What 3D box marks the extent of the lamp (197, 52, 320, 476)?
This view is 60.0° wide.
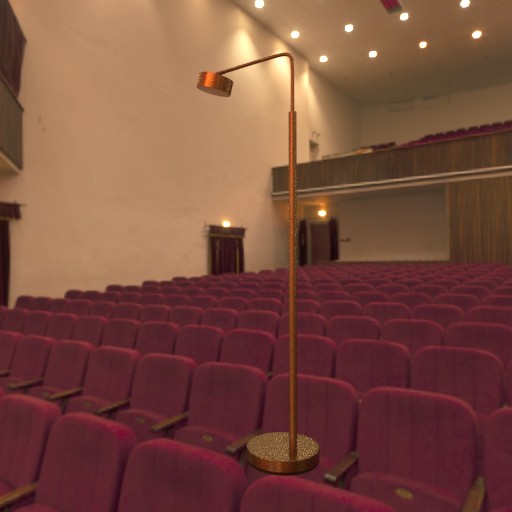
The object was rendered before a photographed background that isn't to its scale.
[{"bbox_3d":[0.000,0.000,1.411,0.418,1.230,0.219,-1,-2,35],"label":"lamp"}]
